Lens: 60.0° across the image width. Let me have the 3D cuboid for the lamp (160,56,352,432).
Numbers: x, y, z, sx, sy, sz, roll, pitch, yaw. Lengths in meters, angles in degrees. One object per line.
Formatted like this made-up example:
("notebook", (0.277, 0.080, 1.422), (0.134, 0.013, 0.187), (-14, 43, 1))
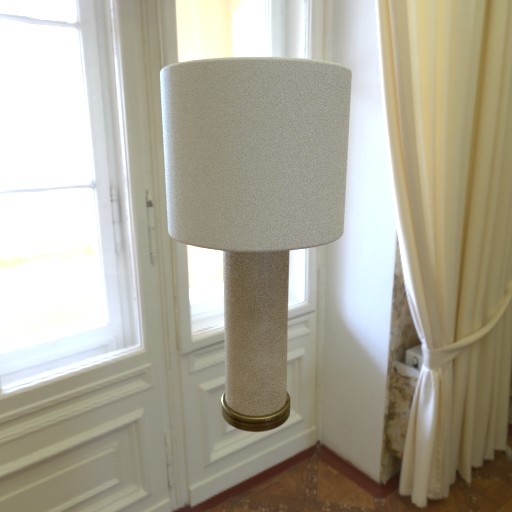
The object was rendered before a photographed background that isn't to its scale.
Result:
("lamp", (0.000, 0.000, 0.798), (0.305, 0.634, 0.305), (2, 15, 8))
